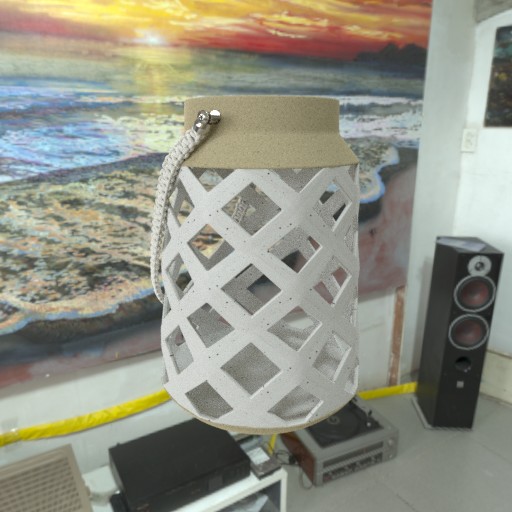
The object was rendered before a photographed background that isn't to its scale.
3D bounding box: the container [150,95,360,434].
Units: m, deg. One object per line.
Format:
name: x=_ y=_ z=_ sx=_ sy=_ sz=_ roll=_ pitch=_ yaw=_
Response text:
container: x=0.000 y=0.000 z=0.346 sx=0.172 sy=0.229 sz=0.163 roll=8 pitch=18 yaw=26
